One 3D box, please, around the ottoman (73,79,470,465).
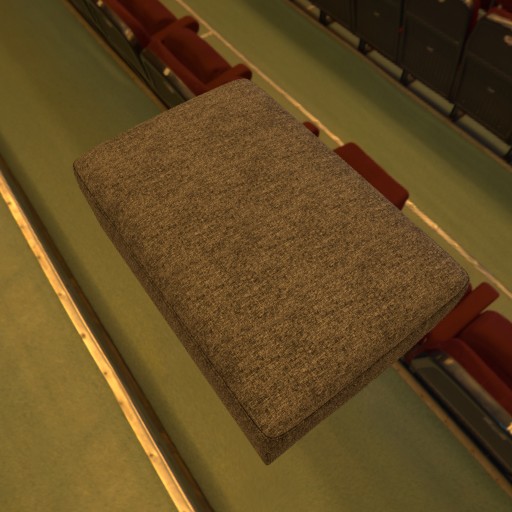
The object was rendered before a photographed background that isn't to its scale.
[{"bbox_3d":[0.000,0.000,1.188,0.584,0.483,0.864,-33,65,-18],"label":"ottoman"}]
